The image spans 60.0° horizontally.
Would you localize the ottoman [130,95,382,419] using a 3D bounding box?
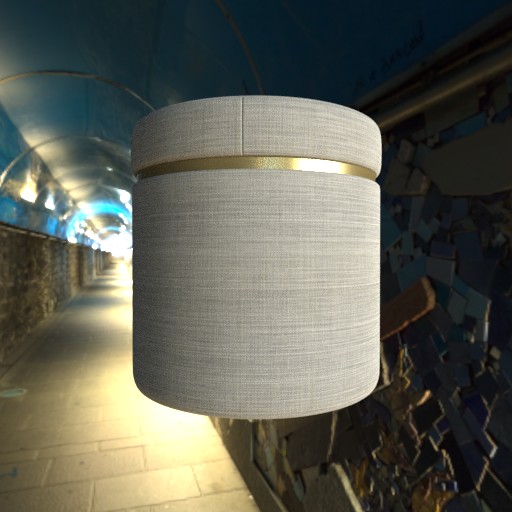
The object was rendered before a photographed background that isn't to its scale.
[{"bbox_3d":[0.000,0.000,0.736,0.400,0.406,0.400,0,1,0],"label":"ottoman"}]
